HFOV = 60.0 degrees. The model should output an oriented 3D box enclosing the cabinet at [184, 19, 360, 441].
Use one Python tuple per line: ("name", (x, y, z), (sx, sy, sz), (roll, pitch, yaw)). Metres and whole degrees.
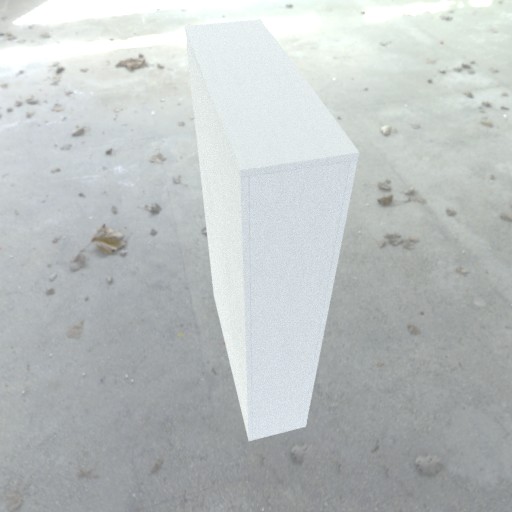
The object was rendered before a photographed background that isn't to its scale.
("cabinet", (0.000, 0.000, 1.549), (0.250, 1.280, 0.750), (-10, 47, -10))
